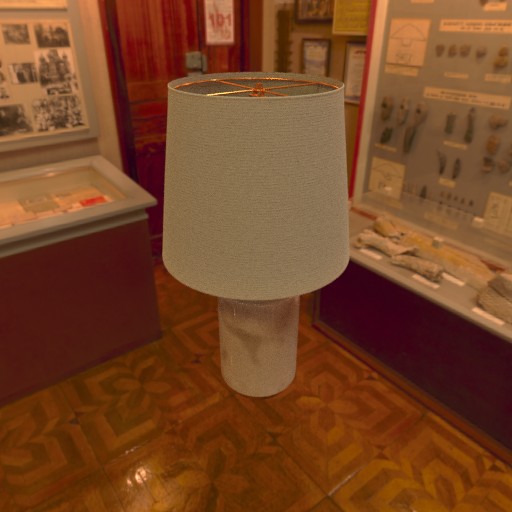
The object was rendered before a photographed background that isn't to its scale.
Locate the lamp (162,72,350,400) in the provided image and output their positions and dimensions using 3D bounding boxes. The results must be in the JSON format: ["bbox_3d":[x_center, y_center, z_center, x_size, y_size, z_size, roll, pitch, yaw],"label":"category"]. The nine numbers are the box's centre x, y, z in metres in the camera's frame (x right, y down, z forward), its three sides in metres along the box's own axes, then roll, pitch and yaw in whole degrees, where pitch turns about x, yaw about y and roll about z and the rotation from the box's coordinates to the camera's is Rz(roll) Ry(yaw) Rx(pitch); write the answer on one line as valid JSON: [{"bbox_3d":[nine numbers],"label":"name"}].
[{"bbox_3d":[0.000,0.000,0.462,0.189,0.340,0.189,0,29,0],"label":"lamp"}]
